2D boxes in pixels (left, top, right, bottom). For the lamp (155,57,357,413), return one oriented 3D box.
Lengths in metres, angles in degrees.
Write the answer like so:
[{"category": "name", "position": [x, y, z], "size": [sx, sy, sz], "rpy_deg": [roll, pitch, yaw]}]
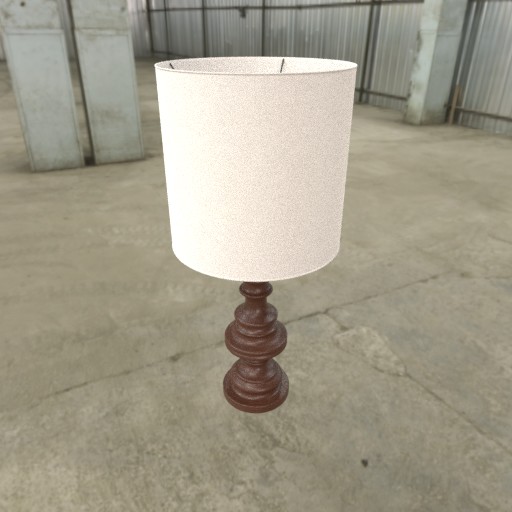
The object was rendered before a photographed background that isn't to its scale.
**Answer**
[{"category": "lamp", "position": [0.000, 0.000, 0.570], "size": [0.208, 0.455, 0.208], "rpy_deg": [0, 28, 0]}]
